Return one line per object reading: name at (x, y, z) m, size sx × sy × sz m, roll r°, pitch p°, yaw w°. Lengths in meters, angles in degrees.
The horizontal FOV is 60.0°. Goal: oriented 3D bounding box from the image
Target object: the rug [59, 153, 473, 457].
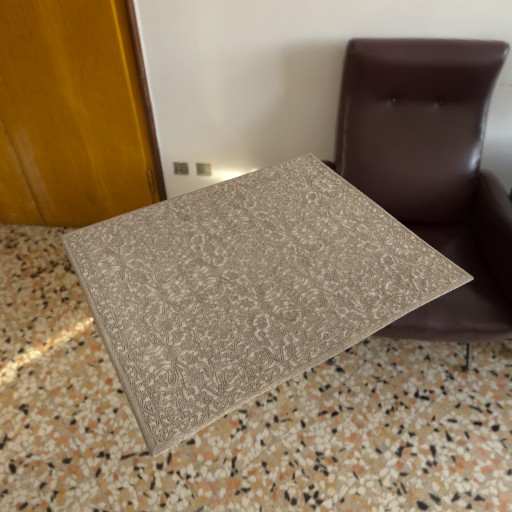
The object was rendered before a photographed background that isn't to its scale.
rug at (0.000, 0.000, 4.110) m, size 3.017 × 0.035 × 2.472 m, roll -23°, pitch 48°, yaw -22°
